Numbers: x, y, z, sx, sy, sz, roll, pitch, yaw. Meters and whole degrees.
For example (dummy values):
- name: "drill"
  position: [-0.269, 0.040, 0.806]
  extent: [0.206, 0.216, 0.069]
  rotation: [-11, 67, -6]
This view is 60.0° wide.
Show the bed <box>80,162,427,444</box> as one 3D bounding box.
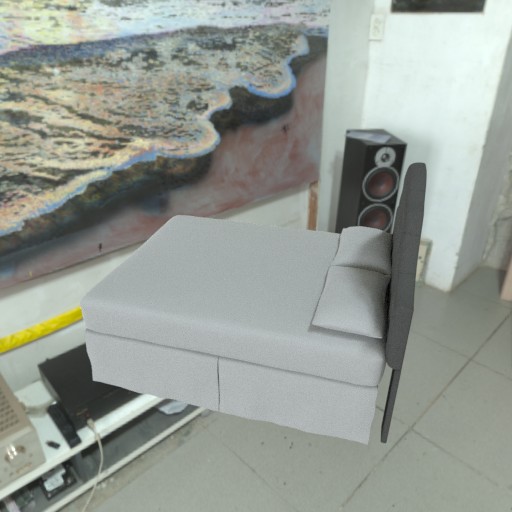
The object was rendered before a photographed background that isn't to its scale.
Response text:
- name: "bed"
  position: [0.000, 0.000, 3.325]
  extent: [2.155, 1.575, 1.636]
  rotation: [8, 30, 14]
